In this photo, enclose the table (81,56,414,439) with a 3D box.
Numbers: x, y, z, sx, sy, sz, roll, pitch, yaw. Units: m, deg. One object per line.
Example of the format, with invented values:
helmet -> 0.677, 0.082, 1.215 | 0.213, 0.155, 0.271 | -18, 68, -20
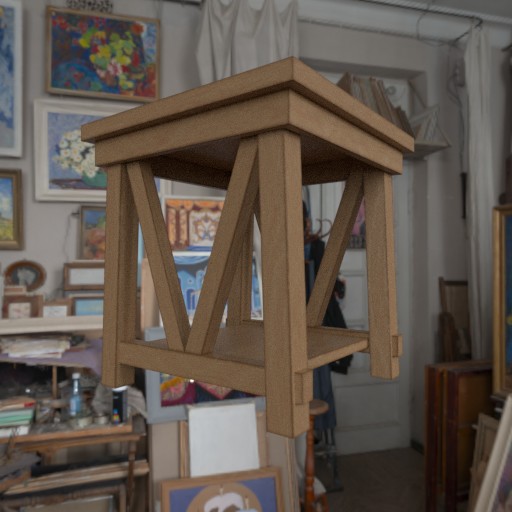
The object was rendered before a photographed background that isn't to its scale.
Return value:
table -> 0.000, 0.000, 1.138 | 0.612, 0.638, 0.610 | 0, -1, 37
